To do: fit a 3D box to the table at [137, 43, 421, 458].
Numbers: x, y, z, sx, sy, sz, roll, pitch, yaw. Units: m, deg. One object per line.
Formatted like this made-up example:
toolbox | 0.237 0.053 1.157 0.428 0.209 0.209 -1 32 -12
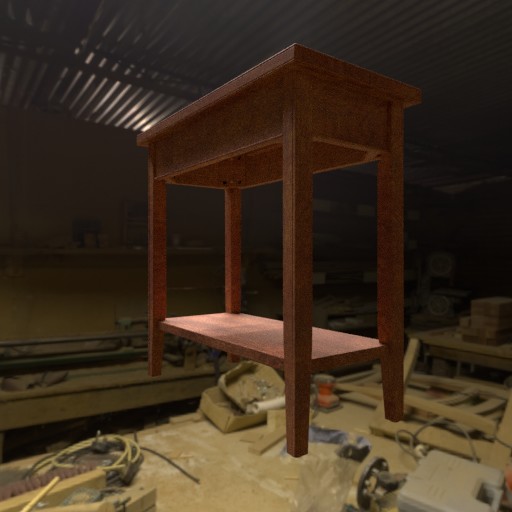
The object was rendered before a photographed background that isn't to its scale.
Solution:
table | 0.000 0.000 0.967 0.305 0.610 0.610 0 0 -36
